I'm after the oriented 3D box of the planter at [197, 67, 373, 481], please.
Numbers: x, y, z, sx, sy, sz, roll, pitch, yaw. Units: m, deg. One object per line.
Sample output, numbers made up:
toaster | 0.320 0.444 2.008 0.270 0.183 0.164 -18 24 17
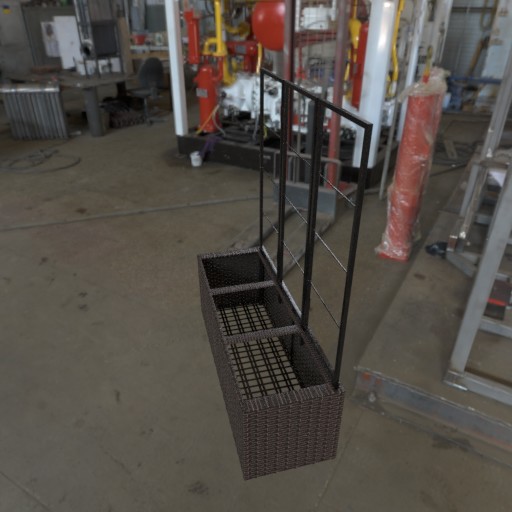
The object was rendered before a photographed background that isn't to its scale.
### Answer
planter | 0.000 0.000 1.182 0.244 0.841 0.699 -8 31 -13
